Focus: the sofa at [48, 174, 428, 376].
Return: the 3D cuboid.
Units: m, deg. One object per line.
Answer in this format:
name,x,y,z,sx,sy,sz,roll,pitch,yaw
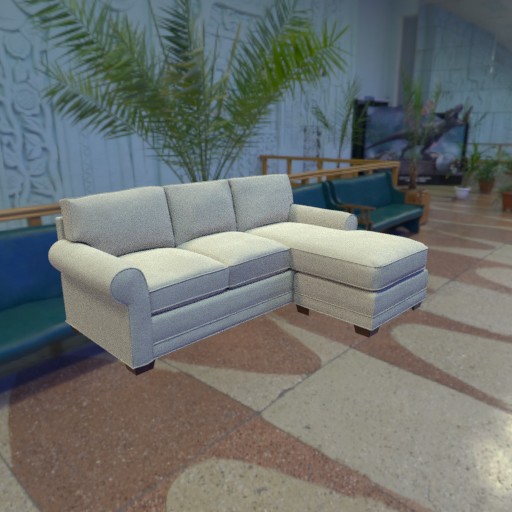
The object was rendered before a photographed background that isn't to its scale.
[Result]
sofa,0.000,0.000,2.395,1.226,0.734,1.770,15,22,43
